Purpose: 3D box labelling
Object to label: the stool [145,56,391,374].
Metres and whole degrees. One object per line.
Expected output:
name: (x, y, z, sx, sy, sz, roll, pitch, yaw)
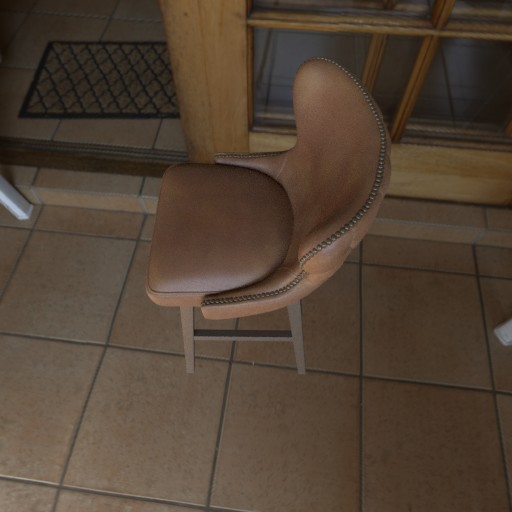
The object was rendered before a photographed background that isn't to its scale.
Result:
stool: (0.000, 0.000, 1.440, 0.606, 1.087, 0.591, 1, 60, 1)
